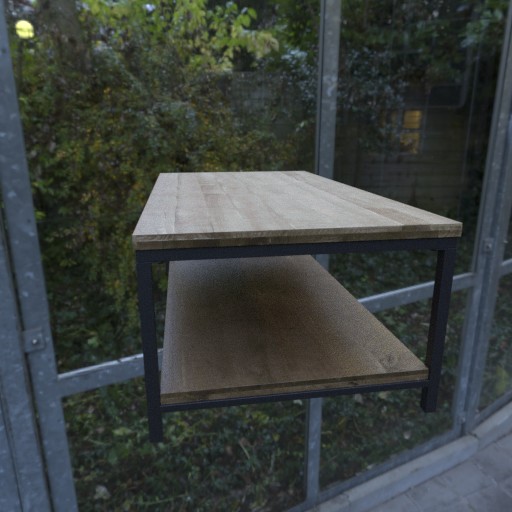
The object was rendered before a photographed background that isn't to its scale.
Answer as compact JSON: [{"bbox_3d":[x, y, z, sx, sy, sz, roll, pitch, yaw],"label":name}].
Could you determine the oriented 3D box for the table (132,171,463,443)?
[{"bbox_3d":[0.000,0.000,1.305,0.574,0.393,1.062,-3,16,-9],"label":"table"}]
